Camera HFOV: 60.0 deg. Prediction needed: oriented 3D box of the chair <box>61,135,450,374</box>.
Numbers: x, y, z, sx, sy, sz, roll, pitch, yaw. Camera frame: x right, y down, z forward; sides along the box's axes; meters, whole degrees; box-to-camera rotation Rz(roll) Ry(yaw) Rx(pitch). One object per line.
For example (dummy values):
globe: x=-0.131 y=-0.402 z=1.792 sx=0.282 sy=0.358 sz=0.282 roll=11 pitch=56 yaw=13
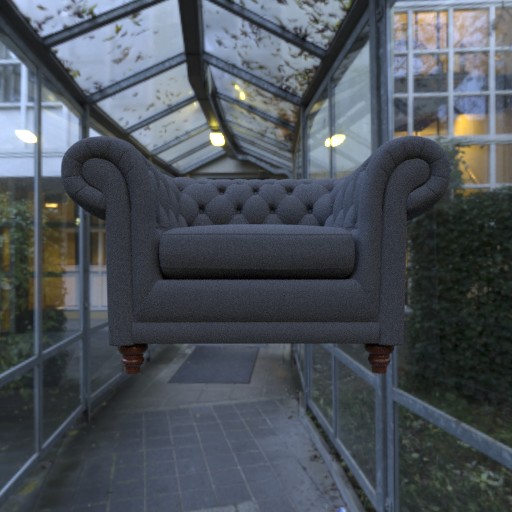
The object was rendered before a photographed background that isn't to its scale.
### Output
chair: x=0.000 y=0.000 z=1.869 sx=1.270 sy=0.770 sz=0.976 roll=0 pitch=0 yaw=0
